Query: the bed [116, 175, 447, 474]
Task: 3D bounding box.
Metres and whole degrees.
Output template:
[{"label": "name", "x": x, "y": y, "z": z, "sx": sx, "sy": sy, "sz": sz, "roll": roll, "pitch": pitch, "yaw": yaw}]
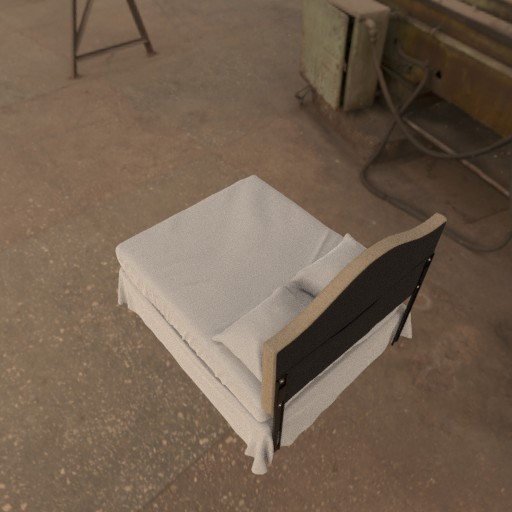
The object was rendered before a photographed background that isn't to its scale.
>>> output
[{"label": "bed", "x": 0.000, "y": 0.000, "z": 3.590, "sx": 1.876, "sy": 1.645, "sz": 2.221, "roll": -32, "pitch": 54, "yaw": -27}]
